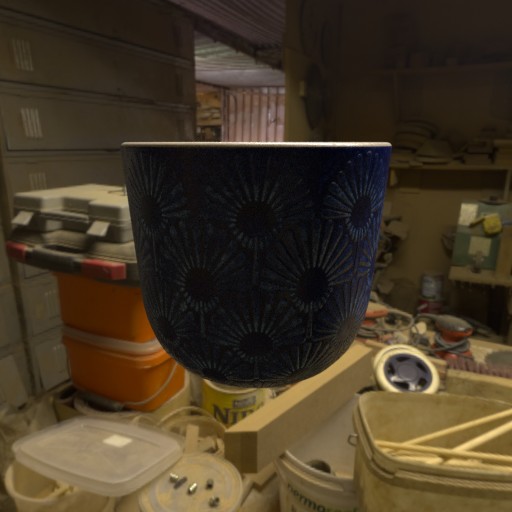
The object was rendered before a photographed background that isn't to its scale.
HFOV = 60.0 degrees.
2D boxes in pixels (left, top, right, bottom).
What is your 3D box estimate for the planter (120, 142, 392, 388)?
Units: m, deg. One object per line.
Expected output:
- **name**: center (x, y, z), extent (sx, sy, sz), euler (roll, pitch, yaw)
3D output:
- **planter**: center (0.000, 0.000, 0.307), extent (0.170, 0.153, 0.170), euler (0, 14, 0)
